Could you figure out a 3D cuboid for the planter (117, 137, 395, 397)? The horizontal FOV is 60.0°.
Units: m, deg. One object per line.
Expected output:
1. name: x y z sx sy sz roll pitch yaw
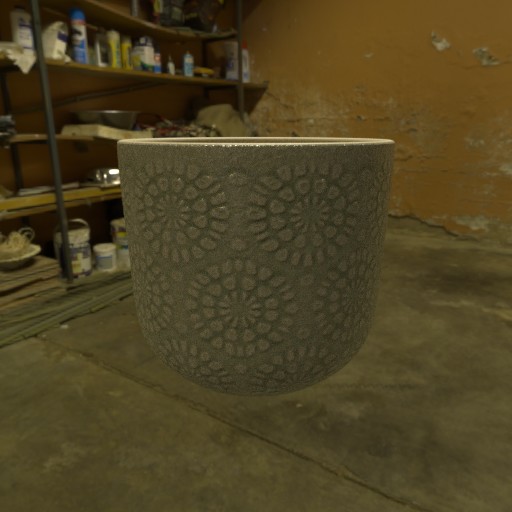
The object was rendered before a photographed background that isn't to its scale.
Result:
1. planter: 0.000 0.000 0.301 0.169 0.153 0.169 0 16 0
